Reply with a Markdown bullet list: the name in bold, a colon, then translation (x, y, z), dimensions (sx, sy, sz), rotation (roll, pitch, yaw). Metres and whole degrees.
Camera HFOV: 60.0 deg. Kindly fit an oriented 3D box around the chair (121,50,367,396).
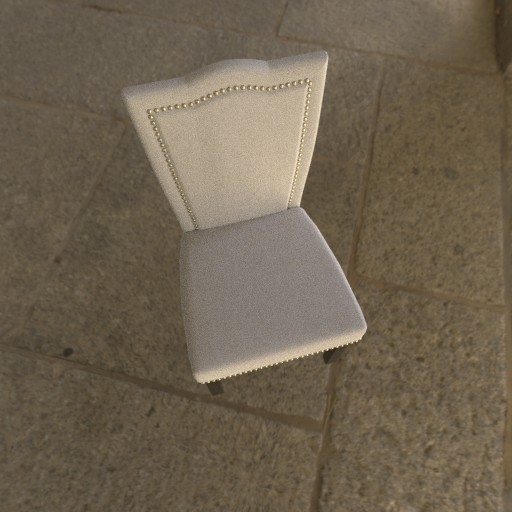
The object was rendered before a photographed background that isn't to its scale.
- **chair**: translation (0.000, 0.000, 1.313), dimensions (0.518, 0.946, 0.589), rotation (-14, 64, -7)
